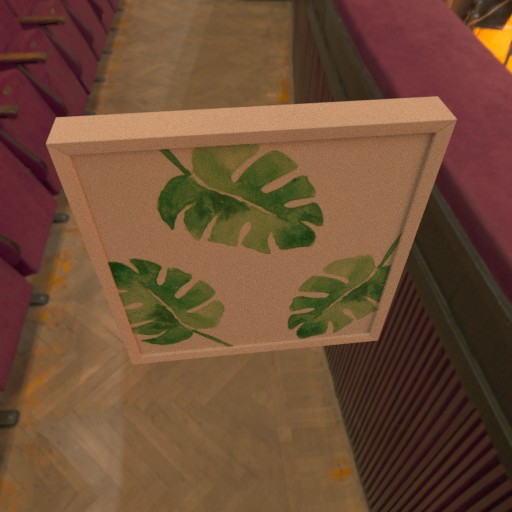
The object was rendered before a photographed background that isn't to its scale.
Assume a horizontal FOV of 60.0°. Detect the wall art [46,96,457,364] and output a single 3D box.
[{"bbox_3d":[0.000,0.000,0.449,0.305,0.305,0.038,-5,46,-4],"label":"wall art"}]
